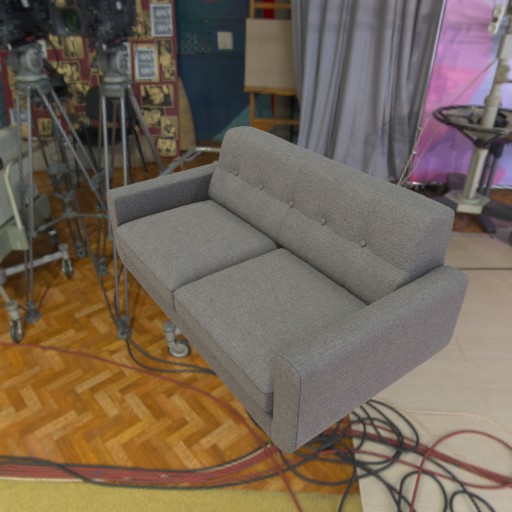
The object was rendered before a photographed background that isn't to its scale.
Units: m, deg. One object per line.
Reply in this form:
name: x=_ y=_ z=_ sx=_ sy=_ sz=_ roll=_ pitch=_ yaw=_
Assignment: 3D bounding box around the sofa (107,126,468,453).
sofa: x=0.000 y=0.000 z=2.140 sx=0.909 sy=0.841 sz=1.631 roll=-21 pitch=38 yaw=-29
